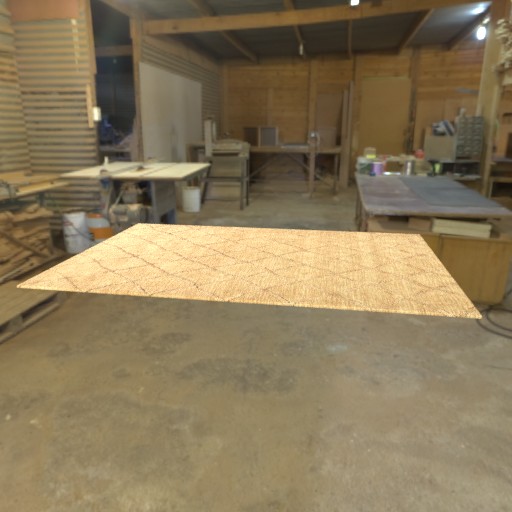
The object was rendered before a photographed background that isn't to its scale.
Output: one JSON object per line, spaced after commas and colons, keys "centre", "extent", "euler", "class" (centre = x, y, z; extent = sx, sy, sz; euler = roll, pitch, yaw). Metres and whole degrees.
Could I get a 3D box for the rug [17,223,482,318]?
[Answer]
{"centre": [0.000, 0.000, 2.866], "extent": [2.292, 0.014, 1.528], "euler": [3, 17, 9], "class": "rug"}
